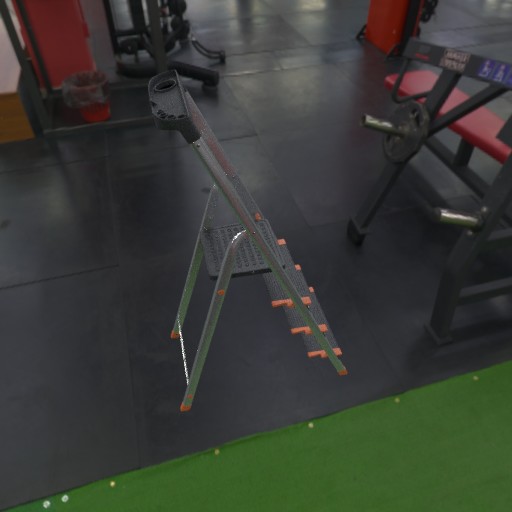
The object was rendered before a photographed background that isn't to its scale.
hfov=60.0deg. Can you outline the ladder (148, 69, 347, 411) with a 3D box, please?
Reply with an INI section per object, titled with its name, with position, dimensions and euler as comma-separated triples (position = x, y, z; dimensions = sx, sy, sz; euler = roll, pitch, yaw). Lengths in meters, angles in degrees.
[ladder]
position = 0.000, 0.000, 1.803
dimensions = 0.834, 1.429, 0.452
euler = -10, 46, -10
